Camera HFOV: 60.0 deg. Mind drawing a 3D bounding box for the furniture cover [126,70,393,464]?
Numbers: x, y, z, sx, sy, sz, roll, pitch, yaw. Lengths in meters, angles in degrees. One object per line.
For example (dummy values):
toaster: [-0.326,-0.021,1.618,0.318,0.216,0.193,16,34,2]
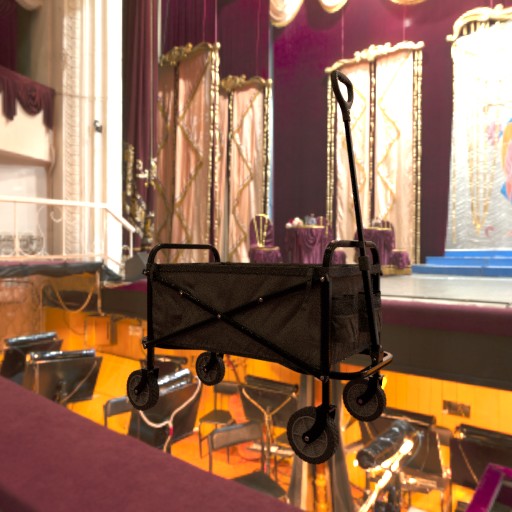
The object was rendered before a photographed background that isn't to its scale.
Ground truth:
furniture cover: [0.000,0.000,1.787,1.038,1.295,0.532,0,0,36]
